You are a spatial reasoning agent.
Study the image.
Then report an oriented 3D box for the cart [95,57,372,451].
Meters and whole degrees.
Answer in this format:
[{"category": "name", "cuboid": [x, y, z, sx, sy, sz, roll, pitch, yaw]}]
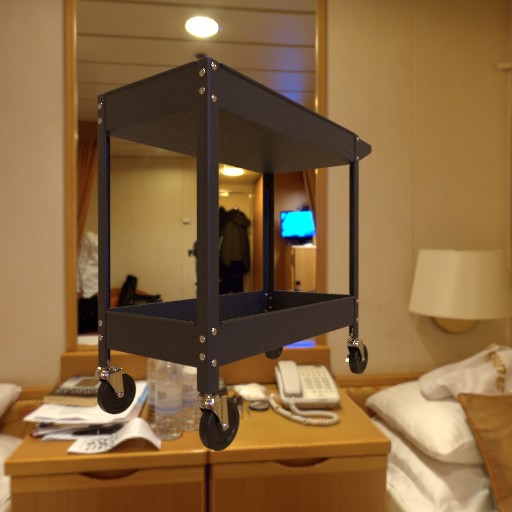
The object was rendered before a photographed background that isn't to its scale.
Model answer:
[{"category": "cart", "cuboid": [0.000, 0.000, 1.199, 0.366, 0.719, 0.779, 0, 1, 36]}]
